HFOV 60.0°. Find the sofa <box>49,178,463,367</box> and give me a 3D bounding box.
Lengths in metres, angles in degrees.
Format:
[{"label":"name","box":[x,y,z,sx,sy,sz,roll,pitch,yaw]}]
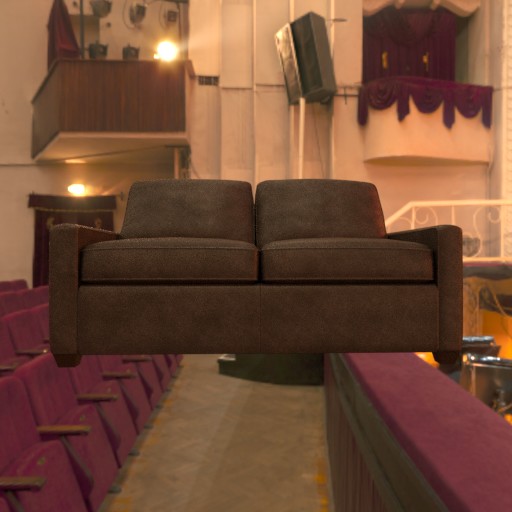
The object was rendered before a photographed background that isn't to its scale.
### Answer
[{"label":"sofa","box":[0.000,0.000,2.282,1.732,0.916,0.939,0,0,-2]}]
